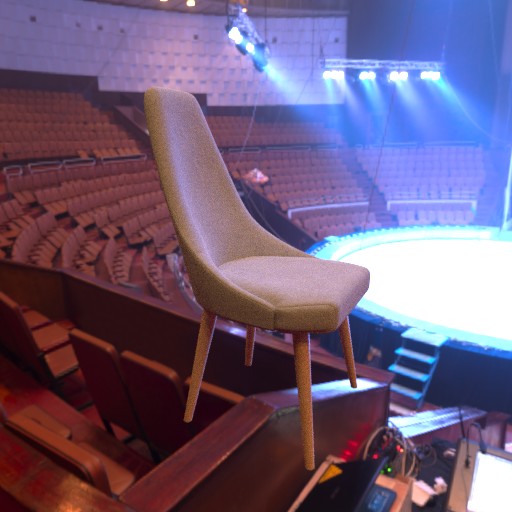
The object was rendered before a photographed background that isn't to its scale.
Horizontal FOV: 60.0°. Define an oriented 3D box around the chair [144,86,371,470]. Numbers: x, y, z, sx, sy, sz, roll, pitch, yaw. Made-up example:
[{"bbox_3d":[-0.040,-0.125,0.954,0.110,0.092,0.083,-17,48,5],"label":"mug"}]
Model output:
[{"bbox_3d":[0.000,0.000,1.420,0.660,1.040,0.510,7,16,26],"label":"chair"}]
